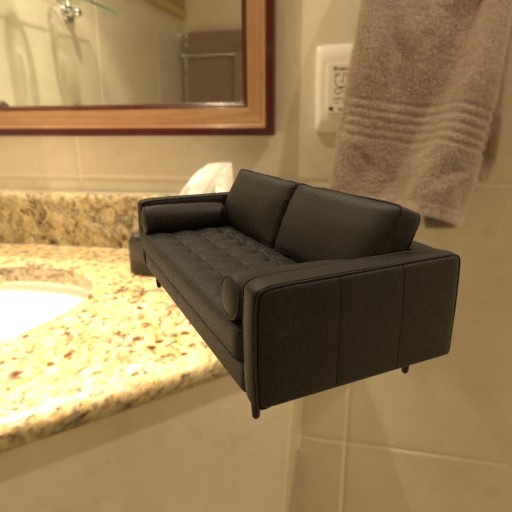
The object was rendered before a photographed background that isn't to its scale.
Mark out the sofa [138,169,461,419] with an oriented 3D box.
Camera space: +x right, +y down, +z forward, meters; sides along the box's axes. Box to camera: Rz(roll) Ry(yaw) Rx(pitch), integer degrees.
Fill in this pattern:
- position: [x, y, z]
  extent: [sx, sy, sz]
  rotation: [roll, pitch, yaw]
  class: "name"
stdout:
- position: [0.000, 0.000, 2.380]
  extent: [0.921, 0.770, 1.879]
  rotation: [-8, 18, -24]
  class: "sofa"
